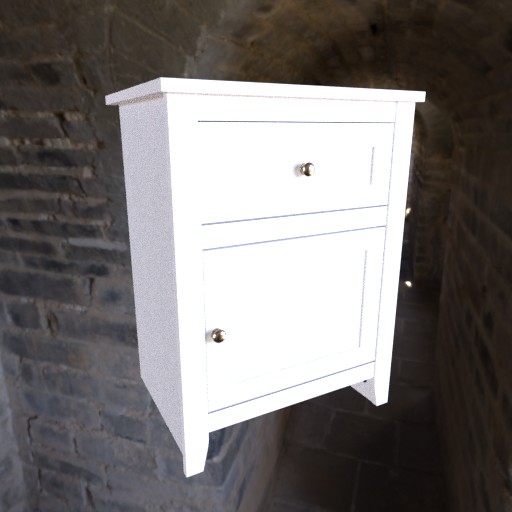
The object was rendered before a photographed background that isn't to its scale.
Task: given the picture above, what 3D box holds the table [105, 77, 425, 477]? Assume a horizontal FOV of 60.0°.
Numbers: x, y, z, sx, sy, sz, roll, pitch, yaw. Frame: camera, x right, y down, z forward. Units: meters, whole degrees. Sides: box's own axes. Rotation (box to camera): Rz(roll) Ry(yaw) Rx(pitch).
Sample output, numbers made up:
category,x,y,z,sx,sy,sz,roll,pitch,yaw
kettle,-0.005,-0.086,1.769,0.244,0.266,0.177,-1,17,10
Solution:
category,x,y,z,sx,sy,sz,roll,pitch,yaw
table,0.000,0.000,0.922,0.480,0.635,0.381,-8,18,-27
